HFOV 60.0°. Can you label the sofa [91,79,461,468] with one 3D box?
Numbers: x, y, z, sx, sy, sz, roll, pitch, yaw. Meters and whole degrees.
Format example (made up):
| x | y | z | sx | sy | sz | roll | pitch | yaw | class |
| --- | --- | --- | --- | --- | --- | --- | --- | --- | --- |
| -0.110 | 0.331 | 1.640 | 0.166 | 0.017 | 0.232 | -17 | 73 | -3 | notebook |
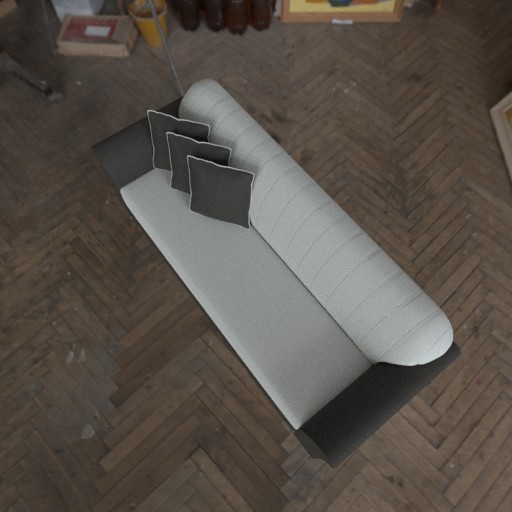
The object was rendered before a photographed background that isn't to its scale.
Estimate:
| x | y | z | sx | sy | sz | roll | pitch | yaw | class |
| --- | --- | --- | --- | --- | --- | --- | --- | --- | --- |
| 0.000 | 0.000 | 2.362 | 0.755 | 0.787 | 2.001 | -35 | 70 | -15 | sofa |
